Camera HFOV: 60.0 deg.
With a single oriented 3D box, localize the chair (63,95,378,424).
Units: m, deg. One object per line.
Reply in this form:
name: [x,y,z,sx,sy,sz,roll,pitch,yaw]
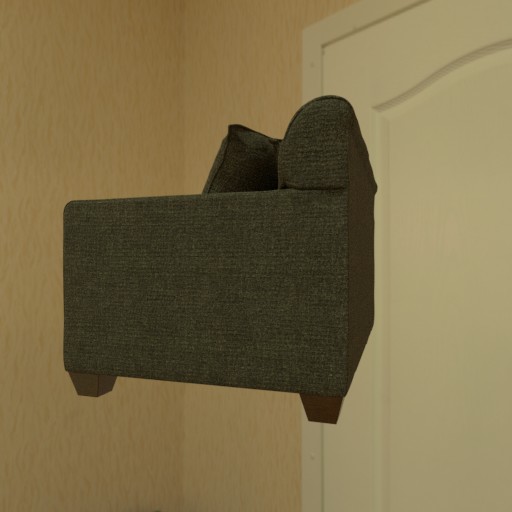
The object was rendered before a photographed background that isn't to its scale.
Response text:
chair: [0.000,0.000,1.988,1.000,0.948,1.383,0,0,18]
